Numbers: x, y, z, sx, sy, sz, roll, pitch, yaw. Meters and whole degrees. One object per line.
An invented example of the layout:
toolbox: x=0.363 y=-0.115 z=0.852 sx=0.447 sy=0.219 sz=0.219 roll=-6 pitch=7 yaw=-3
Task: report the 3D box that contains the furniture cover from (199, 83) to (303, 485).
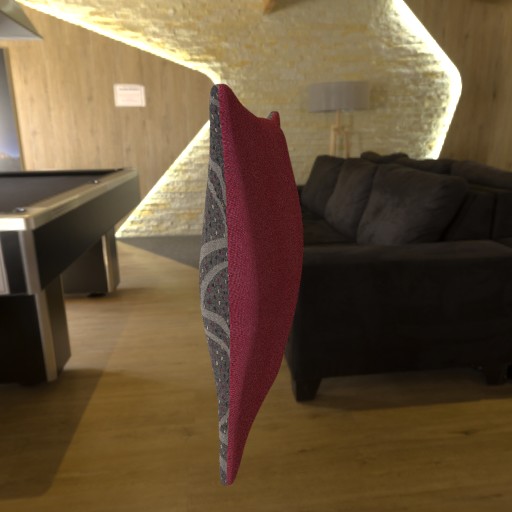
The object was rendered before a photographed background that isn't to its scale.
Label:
furniture cover: x=0.000 y=0.000 z=0.775 sx=0.163 sy=0.513 sz=0.514 roll=2 pitch=15 yaw=9
